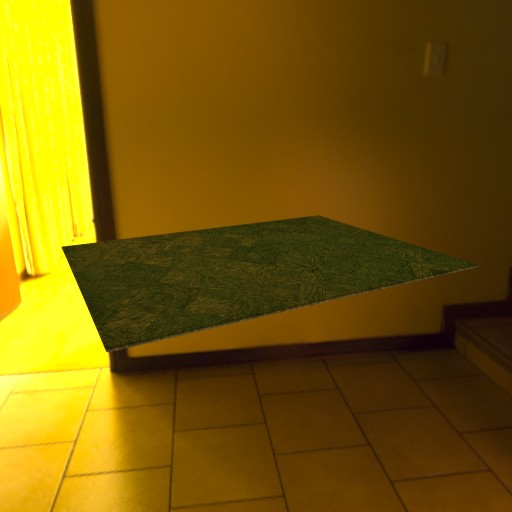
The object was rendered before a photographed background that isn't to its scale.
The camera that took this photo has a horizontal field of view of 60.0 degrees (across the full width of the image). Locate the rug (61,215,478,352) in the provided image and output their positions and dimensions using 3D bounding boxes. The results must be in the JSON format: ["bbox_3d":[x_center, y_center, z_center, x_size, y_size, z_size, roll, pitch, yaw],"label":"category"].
[{"bbox_3d":[0.000,0.000,4.241,3.217,0.027,2.405,-9,19,-27],"label":"rug"}]
